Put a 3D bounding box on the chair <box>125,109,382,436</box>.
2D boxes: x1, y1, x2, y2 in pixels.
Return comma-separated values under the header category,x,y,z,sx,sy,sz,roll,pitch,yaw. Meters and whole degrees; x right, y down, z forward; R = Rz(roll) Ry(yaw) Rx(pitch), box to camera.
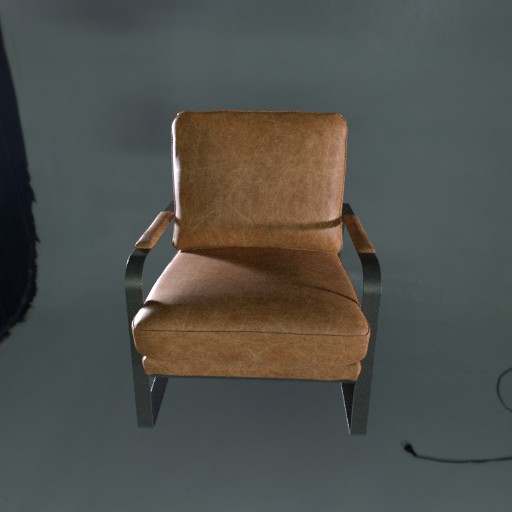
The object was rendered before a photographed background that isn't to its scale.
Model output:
category,x,y,z,sx,sy,sz,roll,pitch,yaw
chair,0.000,0.000,1.372,0.651,0.777,0.801,1,29,2
